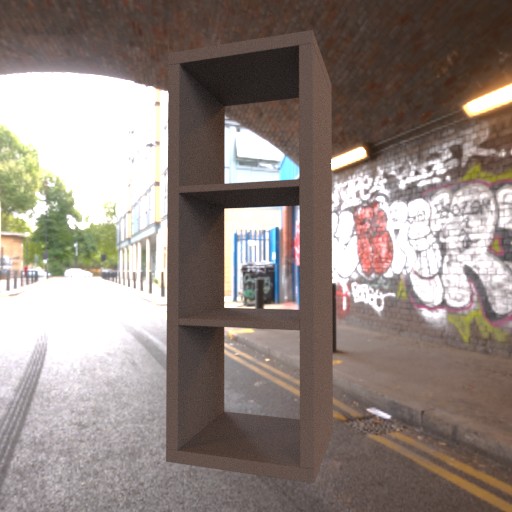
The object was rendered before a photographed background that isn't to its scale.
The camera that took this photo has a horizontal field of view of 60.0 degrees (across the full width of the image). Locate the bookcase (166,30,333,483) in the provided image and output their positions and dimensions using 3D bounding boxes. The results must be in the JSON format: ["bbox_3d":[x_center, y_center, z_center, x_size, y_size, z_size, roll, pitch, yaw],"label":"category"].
[{"bbox_3d":[0.000,0.000,1.270,0.390,1.080,0.330,0,-2,17],"label":"bookcase"}]
